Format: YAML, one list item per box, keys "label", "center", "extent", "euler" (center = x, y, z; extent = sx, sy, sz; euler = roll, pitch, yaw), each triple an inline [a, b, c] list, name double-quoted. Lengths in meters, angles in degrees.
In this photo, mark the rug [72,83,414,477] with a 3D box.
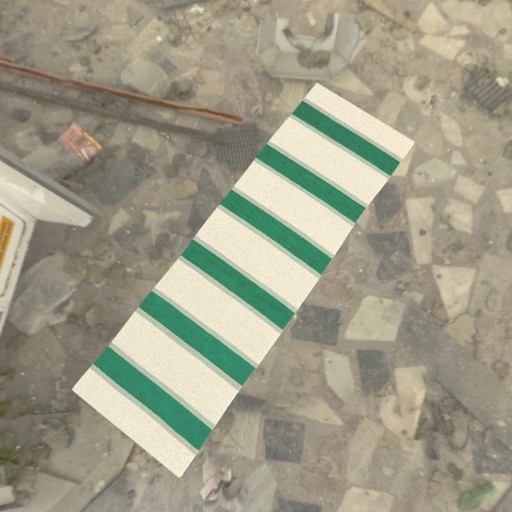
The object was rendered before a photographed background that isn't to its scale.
- label: "rug"
  center: [0.000, 0.000, 2.659]
  extent: [0.768, 0.012, 2.438]
  euler: [35, 77, 9]
